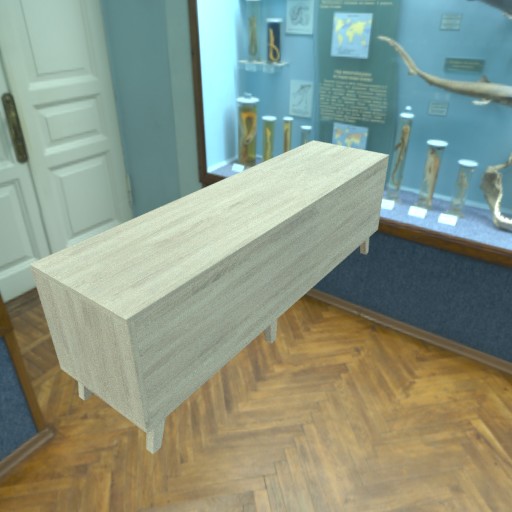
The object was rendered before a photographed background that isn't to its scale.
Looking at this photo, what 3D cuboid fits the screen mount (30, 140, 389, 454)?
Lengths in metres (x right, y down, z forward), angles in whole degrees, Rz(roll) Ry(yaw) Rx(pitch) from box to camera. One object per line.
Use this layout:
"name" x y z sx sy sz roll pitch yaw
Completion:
"screen mount" 0.000 0.000 1.736 0.400 0.510 1.500 21 36 31
